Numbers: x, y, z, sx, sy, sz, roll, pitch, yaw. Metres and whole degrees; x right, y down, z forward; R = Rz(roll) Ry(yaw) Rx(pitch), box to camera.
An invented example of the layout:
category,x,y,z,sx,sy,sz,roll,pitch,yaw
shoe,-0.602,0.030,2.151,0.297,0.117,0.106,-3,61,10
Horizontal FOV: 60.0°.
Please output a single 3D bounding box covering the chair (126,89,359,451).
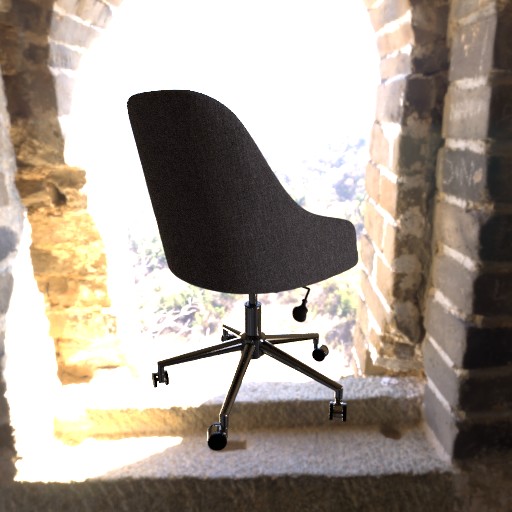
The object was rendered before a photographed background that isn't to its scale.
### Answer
category,x,y,z,sx,sy,sz,roll,pitch,yaw
chair,0.000,0.000,1.411,0.712,0.950,0.671,-14,21,-42
